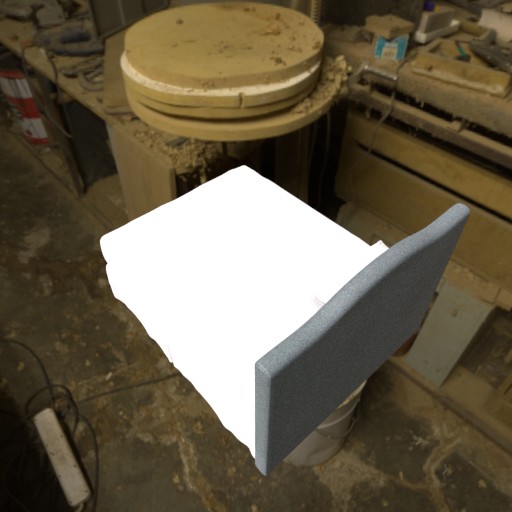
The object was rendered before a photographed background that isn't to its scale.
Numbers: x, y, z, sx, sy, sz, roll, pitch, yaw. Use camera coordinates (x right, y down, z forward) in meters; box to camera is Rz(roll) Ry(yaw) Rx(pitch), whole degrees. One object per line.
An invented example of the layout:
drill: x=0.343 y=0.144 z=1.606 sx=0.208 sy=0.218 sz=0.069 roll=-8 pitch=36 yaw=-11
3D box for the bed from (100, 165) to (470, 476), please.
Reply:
bed: x=0.000 y=0.000 z=3.374 sx=1.753 sy=1.460 sz=2.143 roll=-33 pitch=54 yaw=-28
